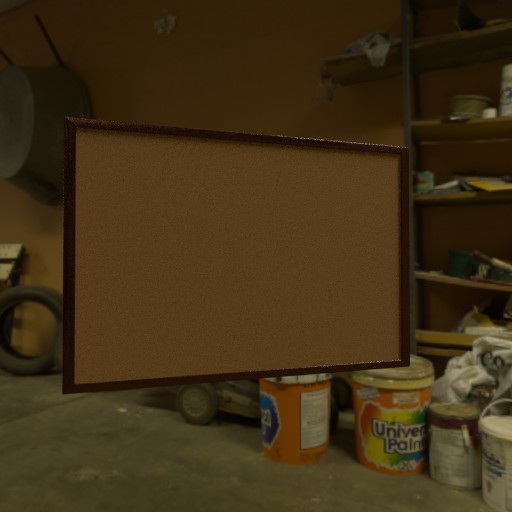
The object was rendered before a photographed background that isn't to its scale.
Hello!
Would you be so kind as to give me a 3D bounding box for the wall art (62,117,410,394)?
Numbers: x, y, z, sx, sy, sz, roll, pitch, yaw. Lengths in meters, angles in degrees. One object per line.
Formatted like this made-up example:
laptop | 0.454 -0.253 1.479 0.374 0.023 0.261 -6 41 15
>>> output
wall art | 0.000 0.000 1.018 0.816 0.559 0.014 0 -1 -17
